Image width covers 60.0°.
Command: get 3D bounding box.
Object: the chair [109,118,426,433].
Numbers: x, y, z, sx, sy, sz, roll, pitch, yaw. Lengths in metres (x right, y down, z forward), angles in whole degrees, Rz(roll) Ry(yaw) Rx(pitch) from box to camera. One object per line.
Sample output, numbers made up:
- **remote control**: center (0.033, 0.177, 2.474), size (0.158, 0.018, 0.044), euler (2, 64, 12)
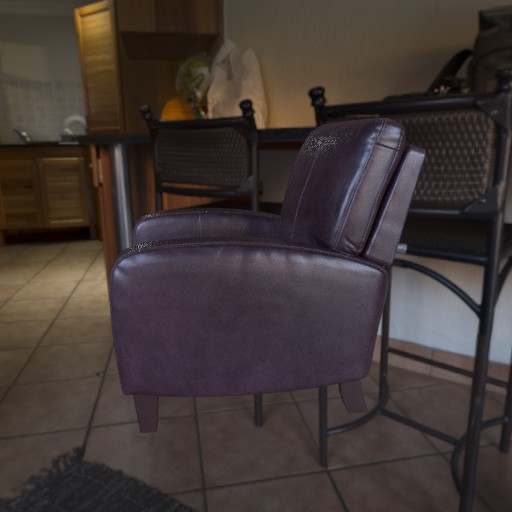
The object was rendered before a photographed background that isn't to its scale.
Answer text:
- **chair**: center (0.000, 0.000, 1.691), size (0.990, 0.990, 0.762), euler (-2, 15, -9)
